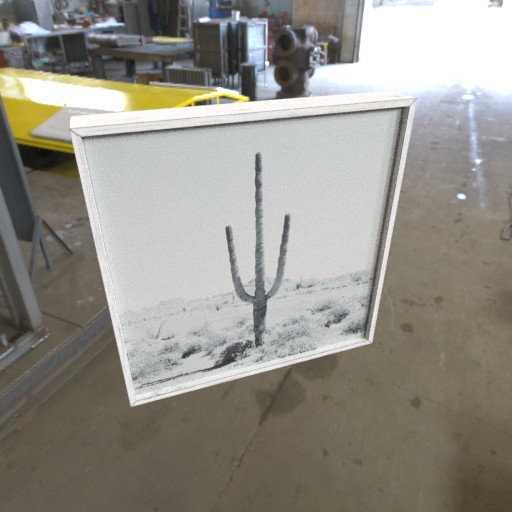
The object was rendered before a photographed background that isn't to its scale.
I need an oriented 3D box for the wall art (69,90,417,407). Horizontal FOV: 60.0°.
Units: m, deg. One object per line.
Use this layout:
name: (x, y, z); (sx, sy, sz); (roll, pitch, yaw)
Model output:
wall art: (0.000, 0.000, 0.465); (0.305, 0.305, 0.038); (-10, 33, -16)
